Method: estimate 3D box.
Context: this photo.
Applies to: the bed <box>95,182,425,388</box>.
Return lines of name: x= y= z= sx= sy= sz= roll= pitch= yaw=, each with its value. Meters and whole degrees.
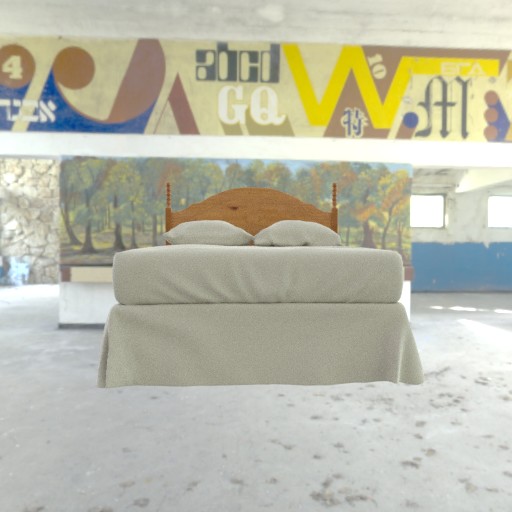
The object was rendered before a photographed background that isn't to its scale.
bed: x=0.000 y=0.000 z=3.298 sx=1.873 sy=1.356 sz=2.040 roll=0 pitch=2 yaw=-2
